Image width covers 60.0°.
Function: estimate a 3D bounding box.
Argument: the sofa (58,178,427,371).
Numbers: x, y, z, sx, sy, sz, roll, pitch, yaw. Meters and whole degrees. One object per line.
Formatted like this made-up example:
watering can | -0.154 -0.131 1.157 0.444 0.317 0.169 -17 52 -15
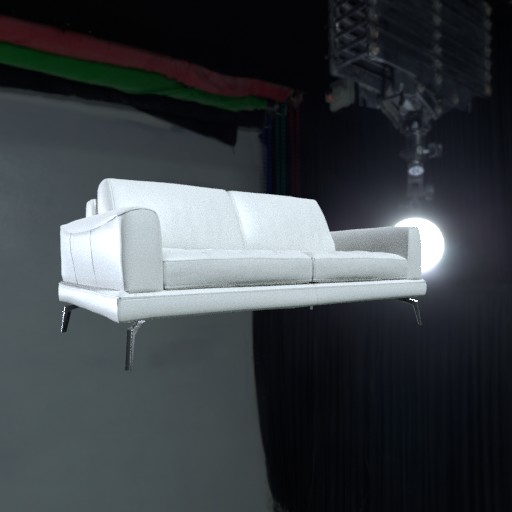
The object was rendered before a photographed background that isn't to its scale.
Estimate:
sofa | 0.000 0.000 2.838 2.177 0.930 1.121 0 0 -36
